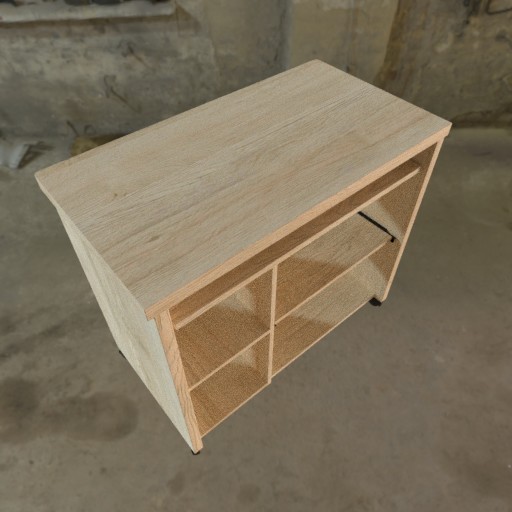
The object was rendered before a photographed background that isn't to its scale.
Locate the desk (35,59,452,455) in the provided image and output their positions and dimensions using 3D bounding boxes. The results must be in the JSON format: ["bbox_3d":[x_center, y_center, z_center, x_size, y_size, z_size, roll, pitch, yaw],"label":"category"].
[{"bbox_3d":[0.000,0.000,1.329,0.885,0.770,0.480,-32,55,-26],"label":"desk"}]
